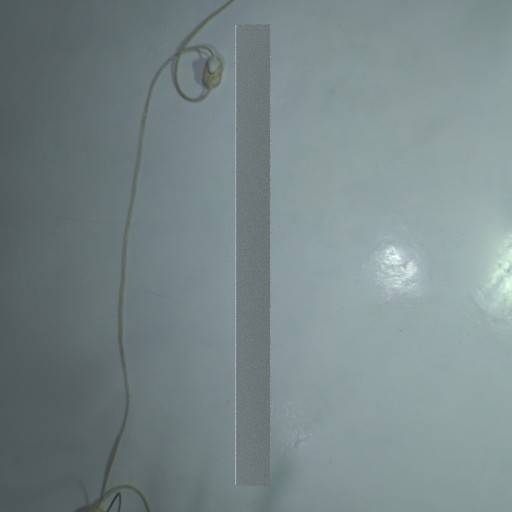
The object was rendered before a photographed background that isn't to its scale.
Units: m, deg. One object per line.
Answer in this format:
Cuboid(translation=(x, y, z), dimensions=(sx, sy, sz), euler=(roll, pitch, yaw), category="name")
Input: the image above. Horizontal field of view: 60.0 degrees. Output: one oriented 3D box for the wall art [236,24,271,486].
Cuboid(translation=(0.000, 0.000, 0.739), dimensions=(0.038, 0.505, 0.506), euler=(0, 89, 1), category="wall art")
